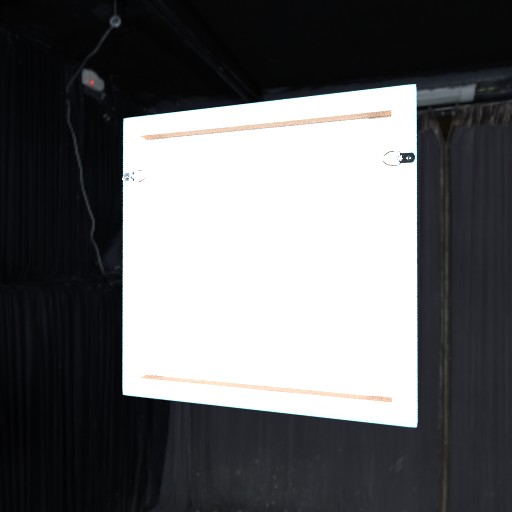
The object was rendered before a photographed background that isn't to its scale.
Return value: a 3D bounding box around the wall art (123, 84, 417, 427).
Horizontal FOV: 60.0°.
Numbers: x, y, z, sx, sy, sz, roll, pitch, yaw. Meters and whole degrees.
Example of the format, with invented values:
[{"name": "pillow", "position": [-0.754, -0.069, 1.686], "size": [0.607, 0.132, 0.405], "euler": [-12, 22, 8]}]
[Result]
[{"name": "wall art", "position": [0.000, 0.000, 1.571], "size": [1.071, 1.073, 0.070], "euler": [0, -1, 18]}]
